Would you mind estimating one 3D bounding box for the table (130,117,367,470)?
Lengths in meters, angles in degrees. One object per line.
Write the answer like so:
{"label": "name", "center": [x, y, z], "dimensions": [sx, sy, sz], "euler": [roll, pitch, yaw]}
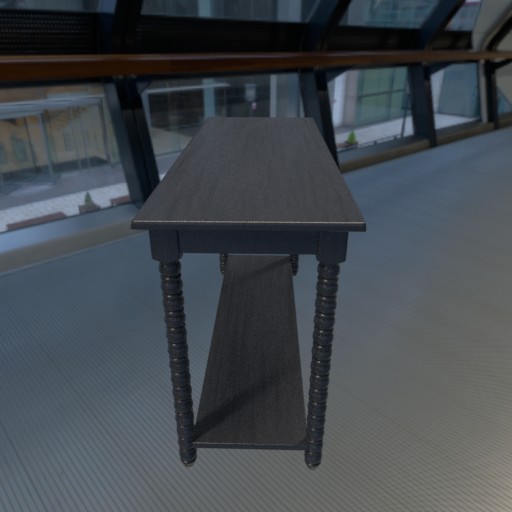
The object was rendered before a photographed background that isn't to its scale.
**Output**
{"label": "table", "center": [0.000, 0.000, 1.526], "dimensions": [0.459, 0.735, 1.184], "euler": [1, 27, 1]}
